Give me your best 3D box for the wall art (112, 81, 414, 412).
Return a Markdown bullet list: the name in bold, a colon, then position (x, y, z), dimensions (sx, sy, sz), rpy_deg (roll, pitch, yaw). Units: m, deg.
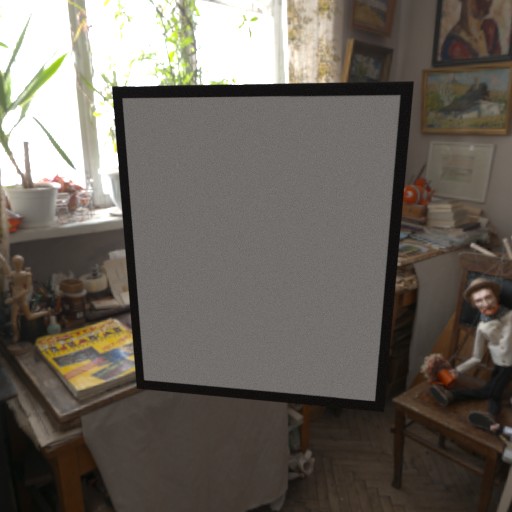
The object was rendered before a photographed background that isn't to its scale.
- **wall art**: position (0.000, 0.000, 0.703), dimensions (0.430, 0.509, 0.021), rpy_deg (3, 16, 9)
